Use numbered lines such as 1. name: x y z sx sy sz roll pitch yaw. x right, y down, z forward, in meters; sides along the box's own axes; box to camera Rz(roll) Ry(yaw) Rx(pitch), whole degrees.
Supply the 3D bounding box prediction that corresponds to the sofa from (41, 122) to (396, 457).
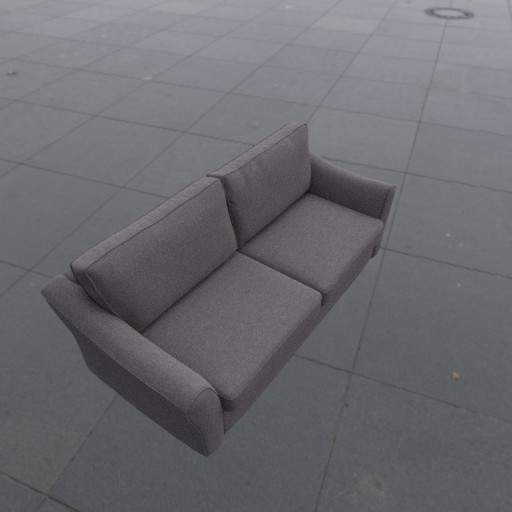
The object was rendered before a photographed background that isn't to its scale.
1. sofa: 0.000 0.000 2.782 1.013 0.976 2.203 26 47 27
